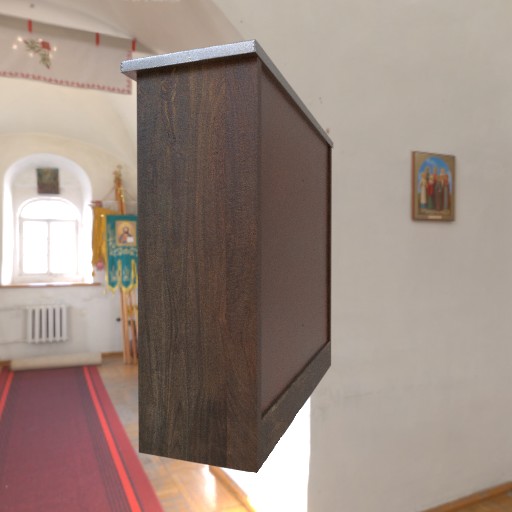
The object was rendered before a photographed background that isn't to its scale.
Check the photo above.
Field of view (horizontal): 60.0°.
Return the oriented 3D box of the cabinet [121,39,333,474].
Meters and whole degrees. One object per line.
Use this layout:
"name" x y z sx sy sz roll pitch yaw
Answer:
"cabinet" 0.000 0.000 1.438 0.338 0.919 0.968 0 1 19
